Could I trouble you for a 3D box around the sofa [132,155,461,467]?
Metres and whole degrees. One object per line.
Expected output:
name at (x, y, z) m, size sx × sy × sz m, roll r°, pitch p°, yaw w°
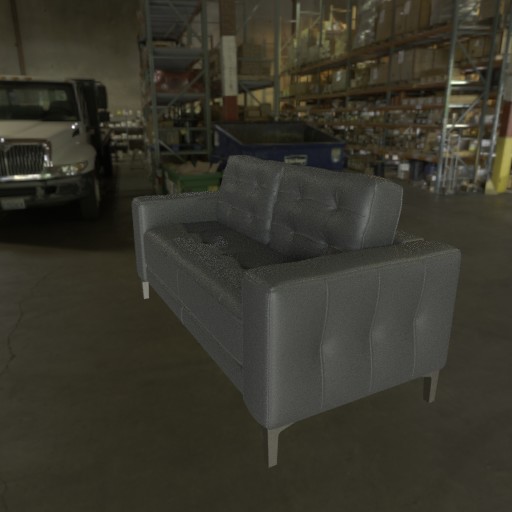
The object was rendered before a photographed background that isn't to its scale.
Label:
sofa at (0.000, 0.000, 2.189) m, size 0.833 × 0.893 × 1.726 m, roll -9°, pitch 19°, yaw -26°
